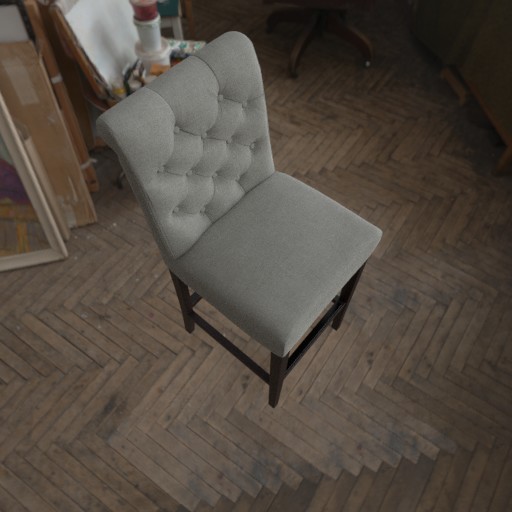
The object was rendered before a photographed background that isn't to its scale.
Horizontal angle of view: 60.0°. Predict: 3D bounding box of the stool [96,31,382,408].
[{"bbox_3d":[0.000,0.000,1.450,0.601,1.140,0.493,36,65,20],"label":"stool"}]
